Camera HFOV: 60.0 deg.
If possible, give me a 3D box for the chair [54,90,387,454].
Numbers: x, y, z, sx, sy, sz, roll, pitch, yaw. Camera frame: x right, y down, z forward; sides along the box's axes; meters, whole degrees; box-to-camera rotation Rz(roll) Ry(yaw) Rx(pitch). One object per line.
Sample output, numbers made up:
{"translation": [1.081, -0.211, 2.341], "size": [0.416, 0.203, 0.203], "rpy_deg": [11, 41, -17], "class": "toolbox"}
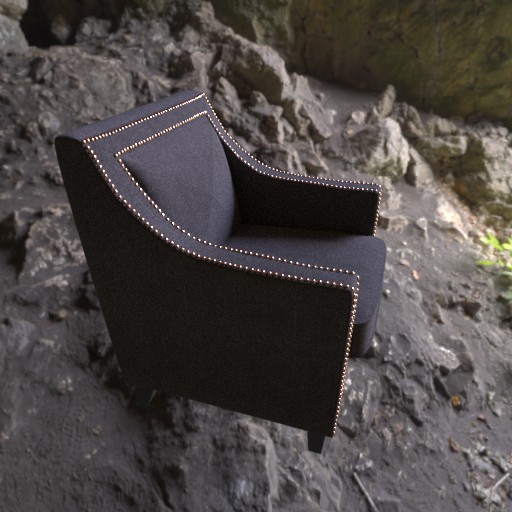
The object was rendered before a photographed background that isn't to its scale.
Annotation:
{"translation": [0.000, 0.000, 1.566], "size": [0.884, 0.967, 0.776], "rpy_deg": [9, 31, 16], "class": "chair"}
